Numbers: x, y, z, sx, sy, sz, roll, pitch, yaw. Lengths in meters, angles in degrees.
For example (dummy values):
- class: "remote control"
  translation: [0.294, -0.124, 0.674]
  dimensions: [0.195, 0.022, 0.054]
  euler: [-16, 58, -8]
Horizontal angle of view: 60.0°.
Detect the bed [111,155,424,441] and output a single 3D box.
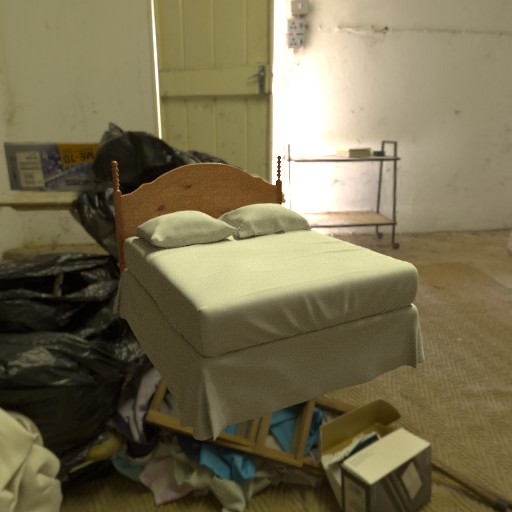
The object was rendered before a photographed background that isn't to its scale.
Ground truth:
- class: "bed"
  translation: [0.000, 0.000, 3.397]
  dimensions: [1.873, 1.356, 2.040]
  euler: [-9, 19, -27]
